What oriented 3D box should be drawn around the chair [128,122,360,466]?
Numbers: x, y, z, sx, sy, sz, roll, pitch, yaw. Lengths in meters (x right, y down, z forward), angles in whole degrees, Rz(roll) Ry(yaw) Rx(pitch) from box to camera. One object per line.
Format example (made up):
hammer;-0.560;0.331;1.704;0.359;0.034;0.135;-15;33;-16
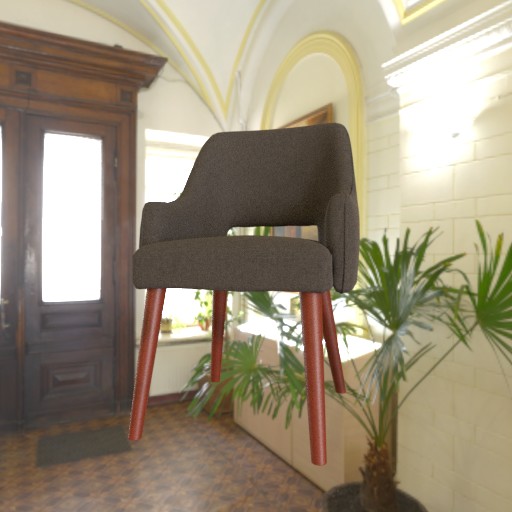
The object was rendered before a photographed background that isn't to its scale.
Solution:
chair;0.000;0.000;1.214;0.559;0.838;0.560;0;0;17
